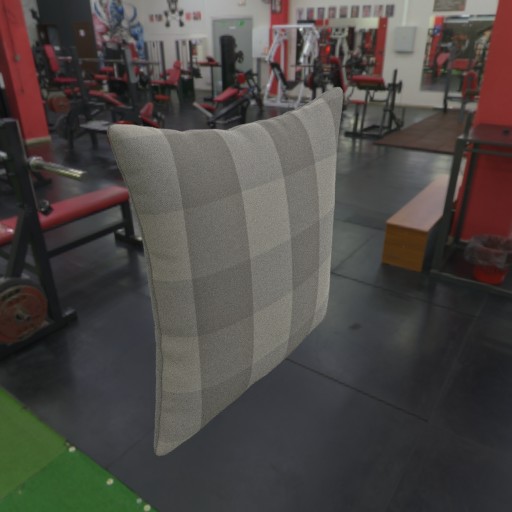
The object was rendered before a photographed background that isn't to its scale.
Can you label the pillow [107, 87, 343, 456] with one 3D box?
[{"bbox_3d":[0.000,0.000,0.764,0.161,0.509,0.511,19,32,34],"label":"pillow"}]
